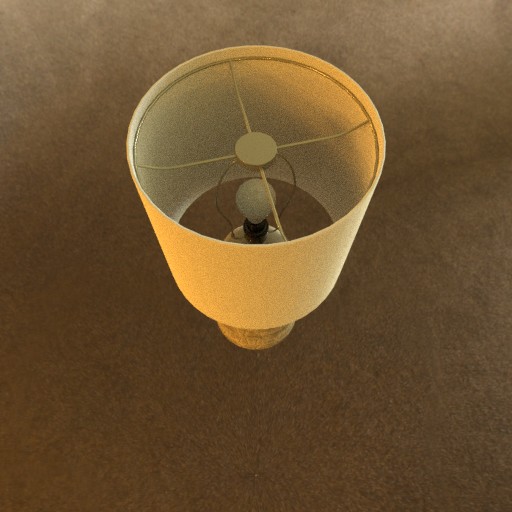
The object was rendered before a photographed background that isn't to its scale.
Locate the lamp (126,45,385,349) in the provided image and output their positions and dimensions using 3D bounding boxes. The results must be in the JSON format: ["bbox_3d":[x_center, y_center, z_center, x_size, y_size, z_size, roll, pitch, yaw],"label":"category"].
[{"bbox_3d":[0.000,0.000,0.567,0.211,0.455,0.211,0,64,0],"label":"lamp"}]
